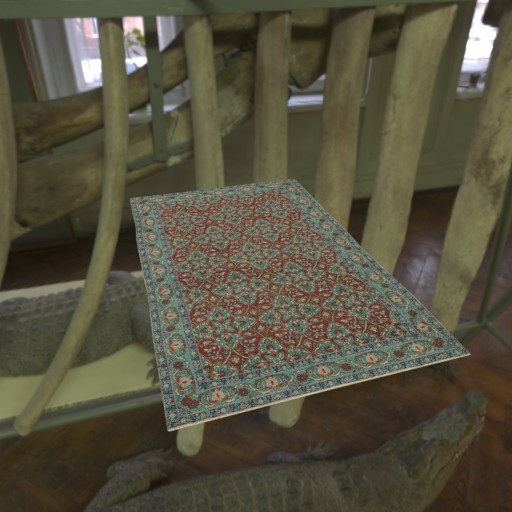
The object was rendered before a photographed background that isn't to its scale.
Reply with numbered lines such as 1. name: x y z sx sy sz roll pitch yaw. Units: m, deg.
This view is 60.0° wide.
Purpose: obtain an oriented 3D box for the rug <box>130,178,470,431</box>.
1. rug: 0.000 0.000 3.039 1.533 0.011 2.439 -9 33 -15
